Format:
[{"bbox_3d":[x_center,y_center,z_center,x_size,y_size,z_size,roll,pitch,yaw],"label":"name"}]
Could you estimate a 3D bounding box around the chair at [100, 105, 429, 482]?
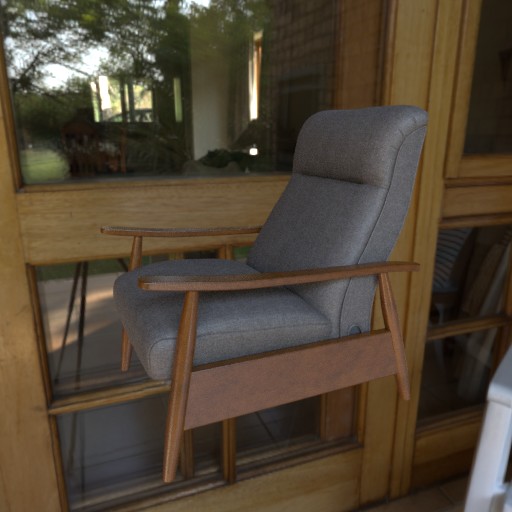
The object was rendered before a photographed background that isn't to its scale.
[{"bbox_3d":[0.000,0.000,1.671,1.014,1.081,0.762,-8,17,-25],"label":"chair"}]
